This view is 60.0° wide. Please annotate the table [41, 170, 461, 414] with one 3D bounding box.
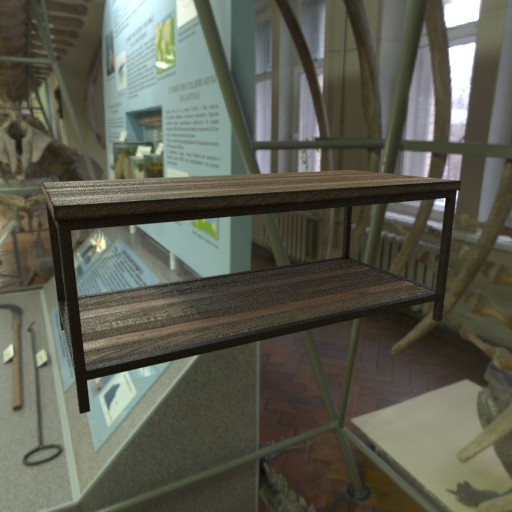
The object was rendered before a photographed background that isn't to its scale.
[{"bbox_3d":[0.000,0.000,1.199,0.990,0.399,0.452,-8,17,-26],"label":"table"}]
